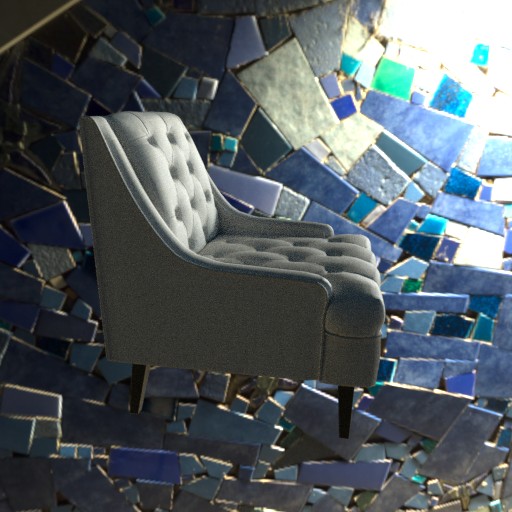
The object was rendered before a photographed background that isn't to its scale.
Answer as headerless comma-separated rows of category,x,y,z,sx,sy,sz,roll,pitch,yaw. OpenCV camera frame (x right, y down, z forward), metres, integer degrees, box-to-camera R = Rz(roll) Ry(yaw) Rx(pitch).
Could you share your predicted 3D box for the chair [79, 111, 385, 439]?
chair,0.000,0.000,1.437,0.772,0.891,0.658,3,18,9
